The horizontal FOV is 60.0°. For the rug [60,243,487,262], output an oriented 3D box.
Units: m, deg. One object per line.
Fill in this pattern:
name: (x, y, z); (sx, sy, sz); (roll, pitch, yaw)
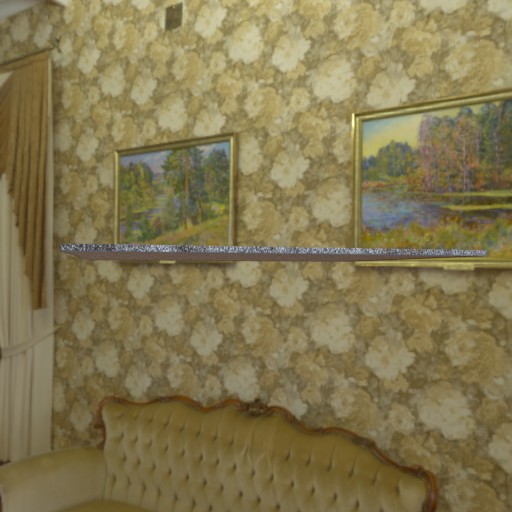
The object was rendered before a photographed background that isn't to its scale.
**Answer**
rug: (0.000, 0.000, 2.138); (1.601, 0.025, 1.198); (1, -2, -17)
